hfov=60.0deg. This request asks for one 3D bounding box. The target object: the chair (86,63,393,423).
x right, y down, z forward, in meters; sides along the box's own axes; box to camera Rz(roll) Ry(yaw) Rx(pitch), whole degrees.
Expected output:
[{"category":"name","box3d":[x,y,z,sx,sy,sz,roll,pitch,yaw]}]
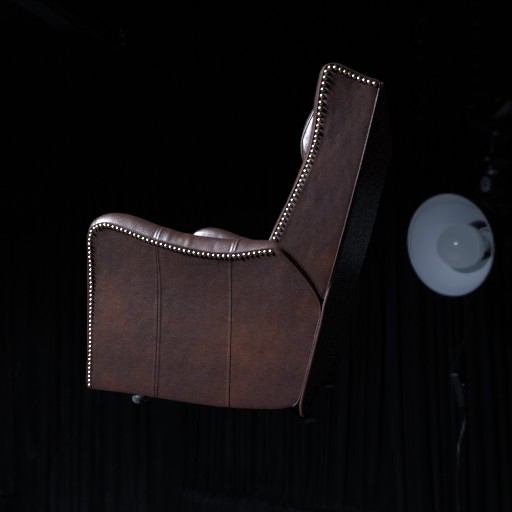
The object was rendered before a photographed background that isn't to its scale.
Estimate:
[{"category":"chair","box3d":[0.000,0.000,1.743,1.008,1.084,0.869,0,0,19]}]
